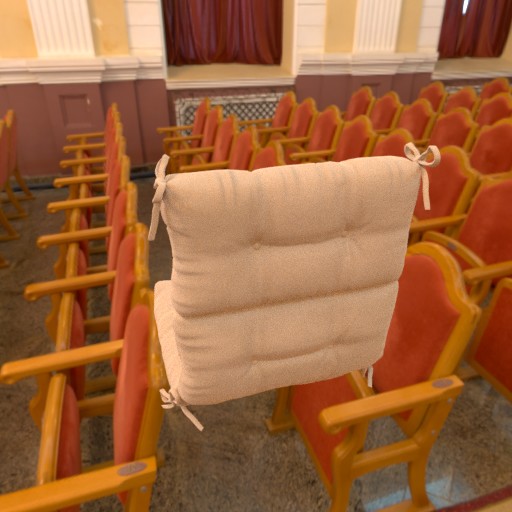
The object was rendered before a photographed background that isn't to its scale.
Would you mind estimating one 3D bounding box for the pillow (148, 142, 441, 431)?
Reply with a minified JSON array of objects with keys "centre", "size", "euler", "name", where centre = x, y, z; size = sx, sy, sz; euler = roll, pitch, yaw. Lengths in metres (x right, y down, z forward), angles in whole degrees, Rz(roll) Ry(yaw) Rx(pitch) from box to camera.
[{"centre":[0.000,0.000,1.040],"size":[0.519,0.605,0.571],"euler":[-8,28,-15],"name":"pillow"}]
